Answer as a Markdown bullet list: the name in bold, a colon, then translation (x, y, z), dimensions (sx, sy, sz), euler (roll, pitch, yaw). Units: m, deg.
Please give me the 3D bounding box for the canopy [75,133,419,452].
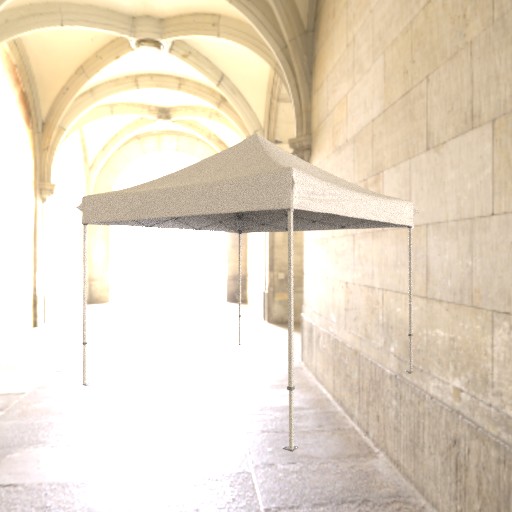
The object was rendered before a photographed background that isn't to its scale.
- **canopy**: translation (0.000, 0.000, 5.428), dimensions (2.996, 2.998, 2.994), euler (0, 0, 37)
